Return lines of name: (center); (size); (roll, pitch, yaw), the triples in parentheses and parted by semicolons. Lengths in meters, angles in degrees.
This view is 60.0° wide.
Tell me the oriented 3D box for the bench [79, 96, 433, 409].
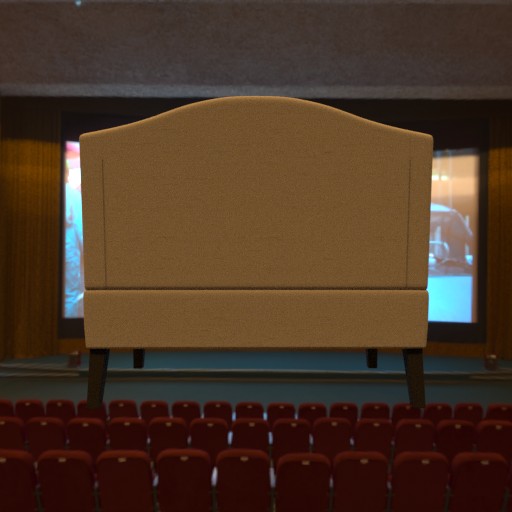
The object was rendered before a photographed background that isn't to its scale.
bench: (0.000, 0.000, 2.024); (1.335, 1.180, 0.815); (0, -1, 0)
